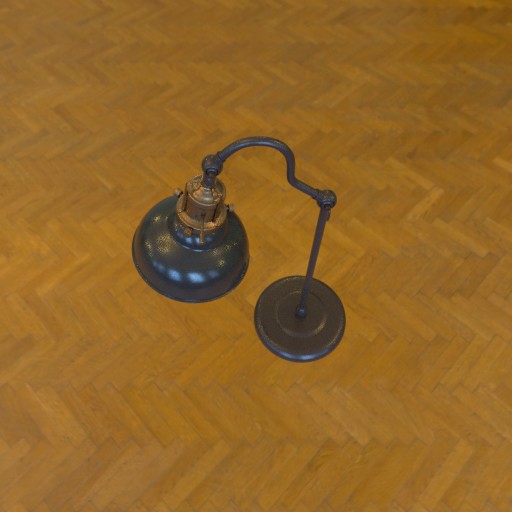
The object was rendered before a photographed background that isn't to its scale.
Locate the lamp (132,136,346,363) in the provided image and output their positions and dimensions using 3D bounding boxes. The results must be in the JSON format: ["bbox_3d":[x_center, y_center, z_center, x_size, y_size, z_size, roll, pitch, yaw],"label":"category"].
[{"bbox_3d":[0.000,0.000,0.708,0.374,0.508,0.192,-1,59,-1],"label":"lamp"}]
